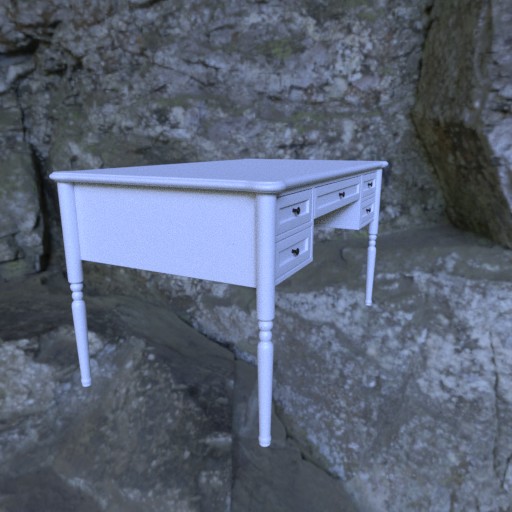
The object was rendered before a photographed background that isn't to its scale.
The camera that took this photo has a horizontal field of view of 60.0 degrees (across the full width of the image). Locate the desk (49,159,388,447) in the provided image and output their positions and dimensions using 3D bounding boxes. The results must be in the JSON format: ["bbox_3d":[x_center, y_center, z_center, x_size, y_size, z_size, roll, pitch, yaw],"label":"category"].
[{"bbox_3d":[0.000,0.000,1.898,0.807,0.762,1.380,7,16,26],"label":"desk"}]
